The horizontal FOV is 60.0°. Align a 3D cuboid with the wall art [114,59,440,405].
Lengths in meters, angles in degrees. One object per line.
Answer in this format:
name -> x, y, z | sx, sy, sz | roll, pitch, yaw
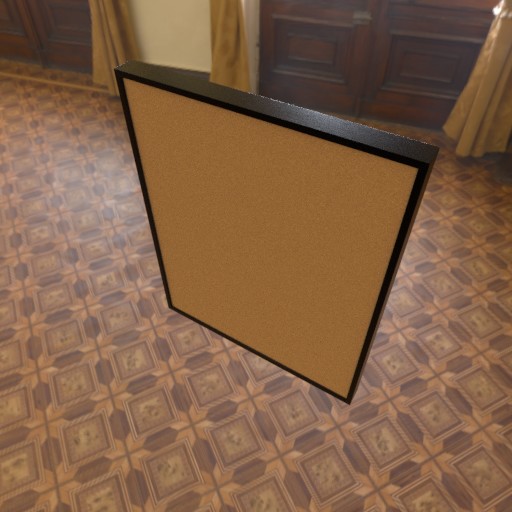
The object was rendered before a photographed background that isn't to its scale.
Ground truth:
wall art -> 0.000, 0.000, 0.755 | 0.451, 0.553, 0.039 | 24, 50, 21
